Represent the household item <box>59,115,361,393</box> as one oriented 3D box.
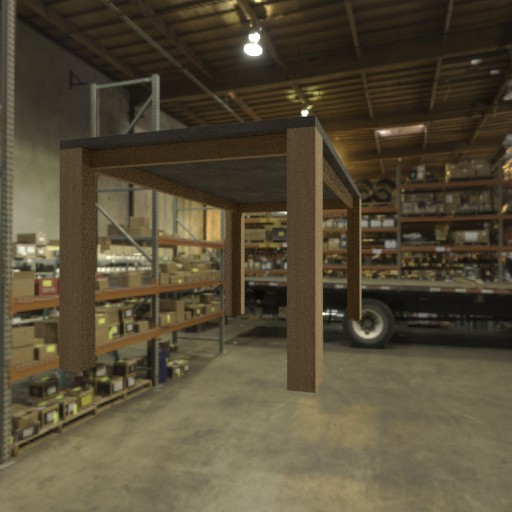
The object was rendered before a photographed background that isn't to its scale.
[{"bbox_3d":[0.000,0.000,2.094,0.850,0.755,1.600,0,0,18],"label":"household item"}]
